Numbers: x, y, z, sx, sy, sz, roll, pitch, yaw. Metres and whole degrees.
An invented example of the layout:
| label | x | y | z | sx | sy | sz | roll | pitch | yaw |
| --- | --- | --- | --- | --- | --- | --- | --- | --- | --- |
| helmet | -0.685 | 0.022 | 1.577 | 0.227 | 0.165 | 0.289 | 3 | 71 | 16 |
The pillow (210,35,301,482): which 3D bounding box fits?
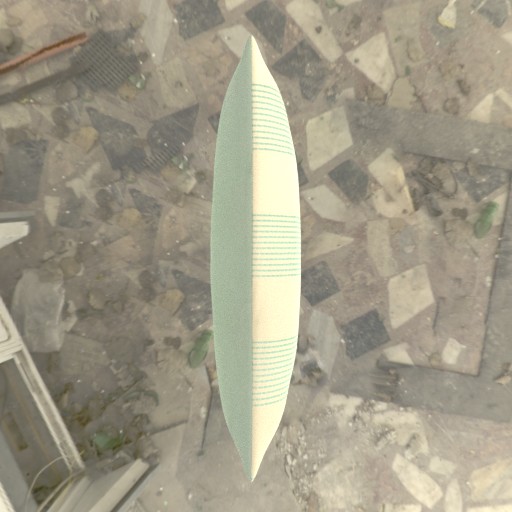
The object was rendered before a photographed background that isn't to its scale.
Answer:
| label | x | y | z | sx | sy | sz | roll | pitch | yaw |
| --- | --- | --- | --- | --- | --- | --- | --- | --- | --- |
| pillow | 0.000 | 0.000 | 0.739 | 0.151 | 0.287 | 0.610 | 0 | 90 | 1 |
